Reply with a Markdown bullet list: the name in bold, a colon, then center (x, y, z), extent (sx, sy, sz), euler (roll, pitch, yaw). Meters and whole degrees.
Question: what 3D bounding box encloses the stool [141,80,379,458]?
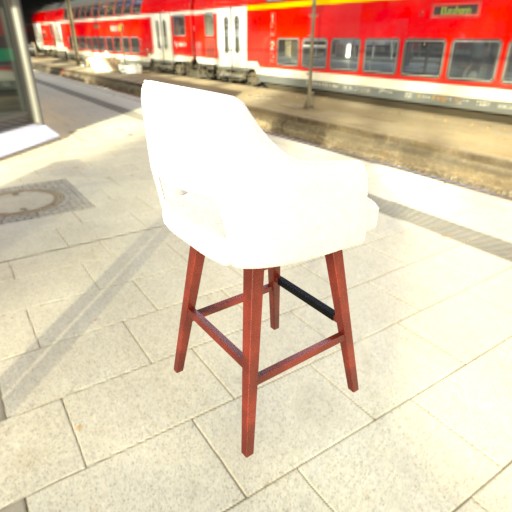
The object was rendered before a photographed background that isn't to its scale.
- **stool**: center (0.000, 0.000, 1.348), extent (0.558, 1.012, 0.548), euler (-18, 32, -32)
